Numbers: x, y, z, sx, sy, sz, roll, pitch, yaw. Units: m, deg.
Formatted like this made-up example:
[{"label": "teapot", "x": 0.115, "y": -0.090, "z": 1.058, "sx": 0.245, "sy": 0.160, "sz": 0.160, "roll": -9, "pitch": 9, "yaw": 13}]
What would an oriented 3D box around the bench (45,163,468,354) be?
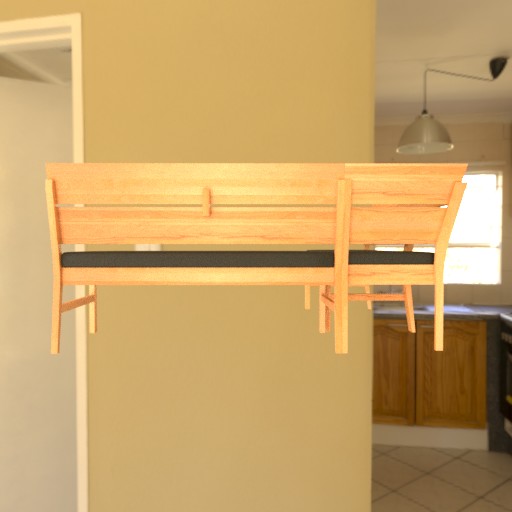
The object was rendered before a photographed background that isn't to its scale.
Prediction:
[{"label": "bench", "x": 0.000, "y": 0.000, "z": 2.822, "sx": 1.948, "sy": 0.890, "sz": 1.548, "roll": 0, "pitch": 1, "yaw": 0}]
